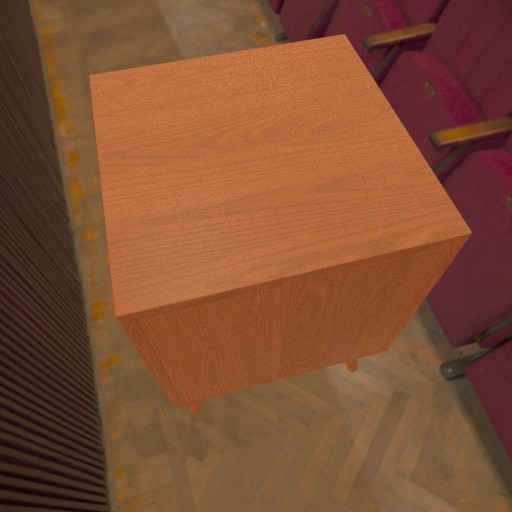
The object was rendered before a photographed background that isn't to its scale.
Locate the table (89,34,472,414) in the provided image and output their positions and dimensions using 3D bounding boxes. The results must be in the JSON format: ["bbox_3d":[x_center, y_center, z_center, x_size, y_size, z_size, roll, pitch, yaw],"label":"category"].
[{"bbox_3d":[0.000,0.000,0.808,0.400,0.550,0.400,-13,59,-8],"label":"table"}]
